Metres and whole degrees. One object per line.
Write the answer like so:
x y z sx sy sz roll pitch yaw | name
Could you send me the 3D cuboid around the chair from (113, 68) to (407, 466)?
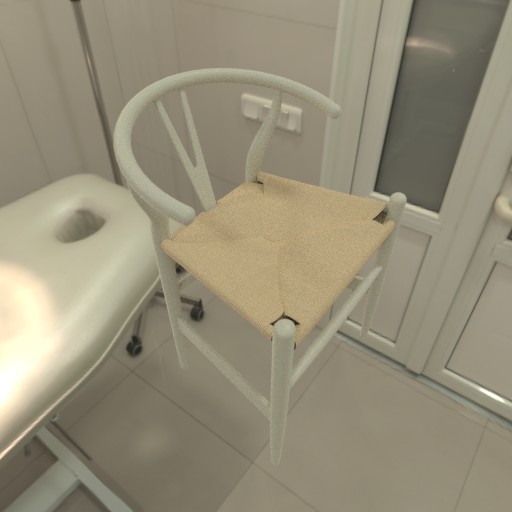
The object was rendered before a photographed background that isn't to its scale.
0.000 0.000 1.061 0.500 0.736 0.533 26 48 26 | chair
